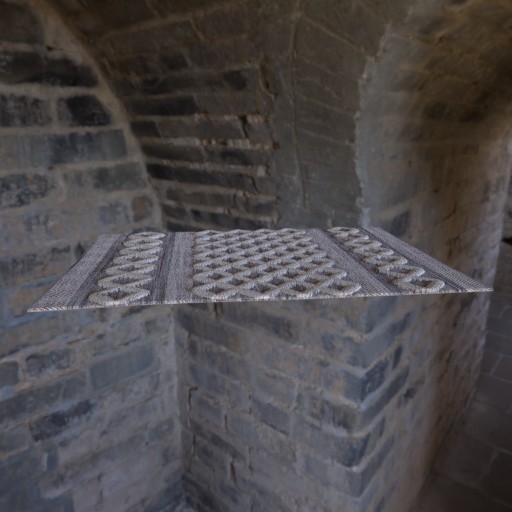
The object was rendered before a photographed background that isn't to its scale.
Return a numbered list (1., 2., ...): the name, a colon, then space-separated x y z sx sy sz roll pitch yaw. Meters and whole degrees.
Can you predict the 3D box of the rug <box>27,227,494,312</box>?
1. rug: 0.000 0.000 2.286 1.823 0.030 1.222 -2 16 -7
